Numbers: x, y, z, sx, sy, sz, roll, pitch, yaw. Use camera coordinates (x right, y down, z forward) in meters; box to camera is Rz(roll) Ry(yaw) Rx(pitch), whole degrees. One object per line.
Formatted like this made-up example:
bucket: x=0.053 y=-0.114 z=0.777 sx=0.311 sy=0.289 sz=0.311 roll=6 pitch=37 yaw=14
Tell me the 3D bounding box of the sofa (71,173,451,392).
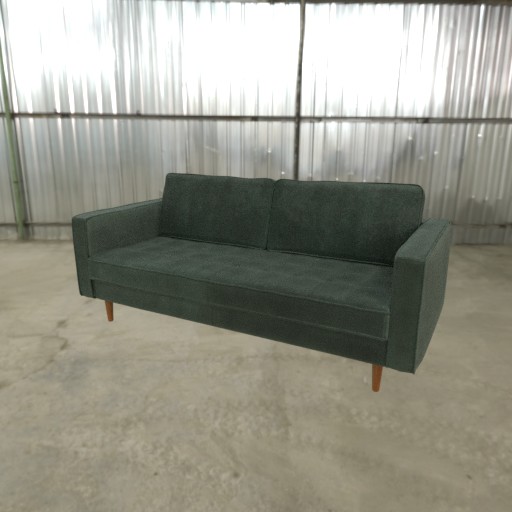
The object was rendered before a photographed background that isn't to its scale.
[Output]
sofa: x=0.000 y=0.000 z=2.333 sx=1.816 sy=0.781 sz=0.886 roll=8 pitch=17 yaw=28
